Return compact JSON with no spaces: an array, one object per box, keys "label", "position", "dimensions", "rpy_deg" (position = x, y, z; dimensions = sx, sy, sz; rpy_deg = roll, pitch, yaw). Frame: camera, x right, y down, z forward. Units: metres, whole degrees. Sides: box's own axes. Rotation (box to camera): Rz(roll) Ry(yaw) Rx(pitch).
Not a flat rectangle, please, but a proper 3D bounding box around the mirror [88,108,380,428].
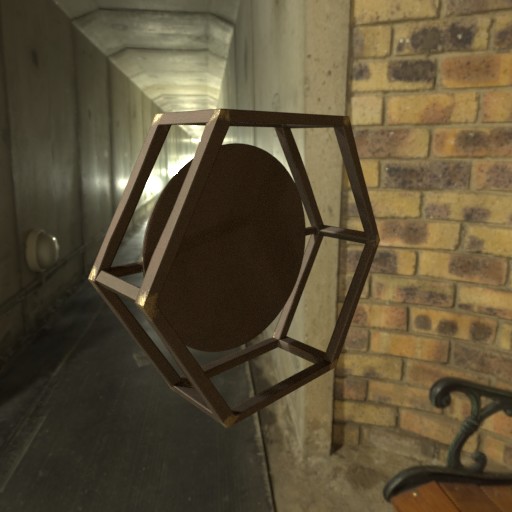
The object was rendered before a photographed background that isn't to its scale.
[{"label":"mirror","position":[0.000,0.000,0.550],"dimensions":[0.380,0.334,0.119],"rpy_deg":[-14,20,-42]}]
